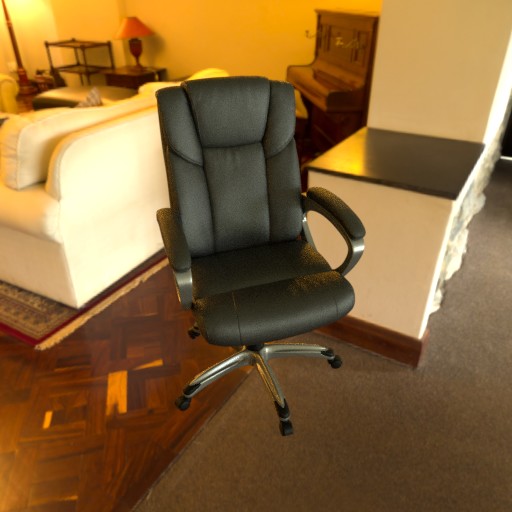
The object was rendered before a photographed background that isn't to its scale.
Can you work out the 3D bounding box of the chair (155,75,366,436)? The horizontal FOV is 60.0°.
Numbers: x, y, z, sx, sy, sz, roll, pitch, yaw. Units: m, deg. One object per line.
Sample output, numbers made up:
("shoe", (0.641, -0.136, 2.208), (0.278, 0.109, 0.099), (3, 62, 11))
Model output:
("chair", (0.000, 0.000, 1.601), (0.721, 1.130, 0.719), (-10, 32, -16))
